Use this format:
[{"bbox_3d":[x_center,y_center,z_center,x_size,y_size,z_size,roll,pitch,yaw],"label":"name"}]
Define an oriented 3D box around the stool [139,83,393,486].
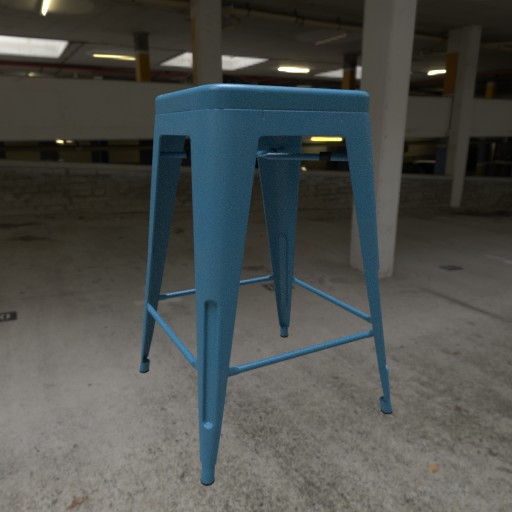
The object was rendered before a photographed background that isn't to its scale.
[{"bbox_3d":[0.000,0.000,0.884,0.410,0.608,0.410,-8,18,-27],"label":"stool"}]
